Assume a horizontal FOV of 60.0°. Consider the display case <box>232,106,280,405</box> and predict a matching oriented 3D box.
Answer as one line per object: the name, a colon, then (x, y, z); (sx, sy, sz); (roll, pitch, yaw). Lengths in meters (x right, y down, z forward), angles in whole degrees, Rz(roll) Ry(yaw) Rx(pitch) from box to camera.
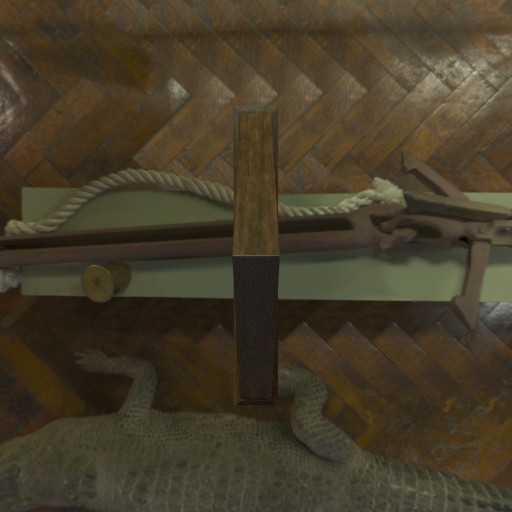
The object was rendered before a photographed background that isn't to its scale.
display case: (0.000, 0.000, 0.783); (0.095, 0.340, 0.640); (0, 90, 0)
